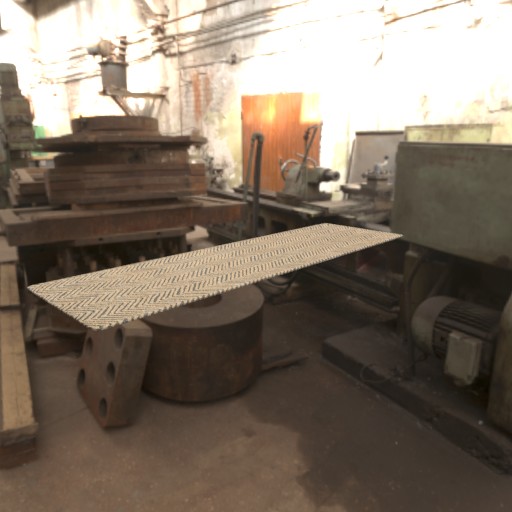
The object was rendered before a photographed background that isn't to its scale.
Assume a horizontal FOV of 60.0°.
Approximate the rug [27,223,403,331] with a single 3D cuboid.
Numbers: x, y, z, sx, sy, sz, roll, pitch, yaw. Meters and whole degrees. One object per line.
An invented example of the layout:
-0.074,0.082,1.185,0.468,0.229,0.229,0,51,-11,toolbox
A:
0.000,0.000,2.564,0.686,0.008,2.286,14,20,43,rug
